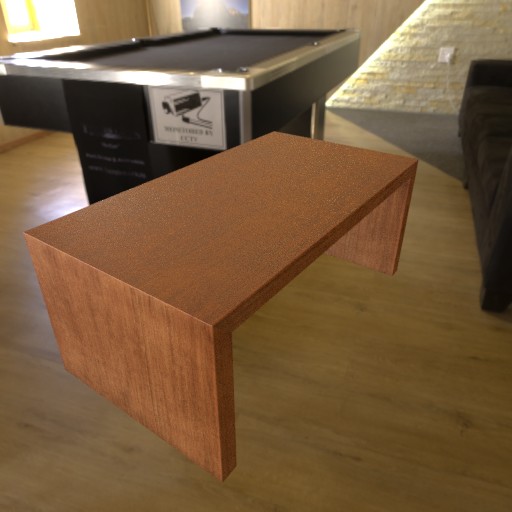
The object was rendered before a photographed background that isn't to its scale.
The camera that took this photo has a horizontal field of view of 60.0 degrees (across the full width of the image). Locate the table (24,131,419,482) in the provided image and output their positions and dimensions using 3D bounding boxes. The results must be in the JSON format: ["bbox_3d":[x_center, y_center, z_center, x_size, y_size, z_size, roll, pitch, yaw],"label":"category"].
[{"bbox_3d":[0.000,0.000,1.296,0.549,0.419,1.000,20,36,30],"label":"table"}]
